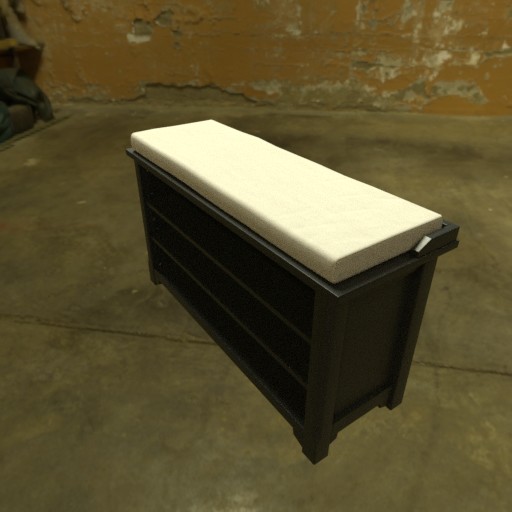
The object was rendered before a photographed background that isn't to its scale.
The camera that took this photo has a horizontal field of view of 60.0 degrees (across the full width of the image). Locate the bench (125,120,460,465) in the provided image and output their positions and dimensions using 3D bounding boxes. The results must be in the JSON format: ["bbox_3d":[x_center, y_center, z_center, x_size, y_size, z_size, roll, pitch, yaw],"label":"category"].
[{"bbox_3d":[0.000,0.000,1.283,0.345,0.561,0.973,-20,37,-29],"label":"bench"}]
